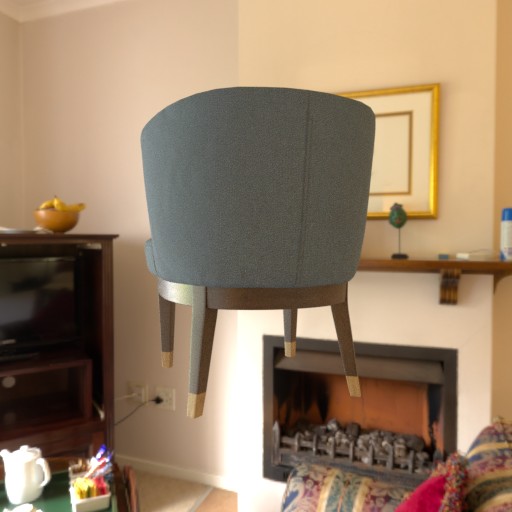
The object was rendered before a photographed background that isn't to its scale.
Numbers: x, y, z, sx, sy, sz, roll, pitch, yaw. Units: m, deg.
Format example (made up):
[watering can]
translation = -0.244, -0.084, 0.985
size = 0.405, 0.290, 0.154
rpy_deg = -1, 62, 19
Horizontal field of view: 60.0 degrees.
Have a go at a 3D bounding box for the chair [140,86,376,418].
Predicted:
[chair]
translation = 0.000, 0.000, 1.313
size = 0.661, 0.760, 0.702
rpy_deg = -1, 2, -19
